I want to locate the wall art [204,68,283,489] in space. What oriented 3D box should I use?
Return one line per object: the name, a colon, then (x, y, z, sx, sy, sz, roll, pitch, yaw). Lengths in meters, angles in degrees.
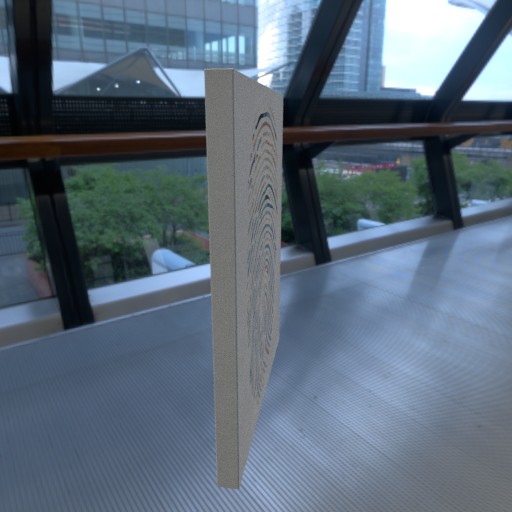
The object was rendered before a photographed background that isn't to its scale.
wall art: (0.000, 0.000, 0.844, 0.037, 0.606, 0.508, 3, 17, 9)
